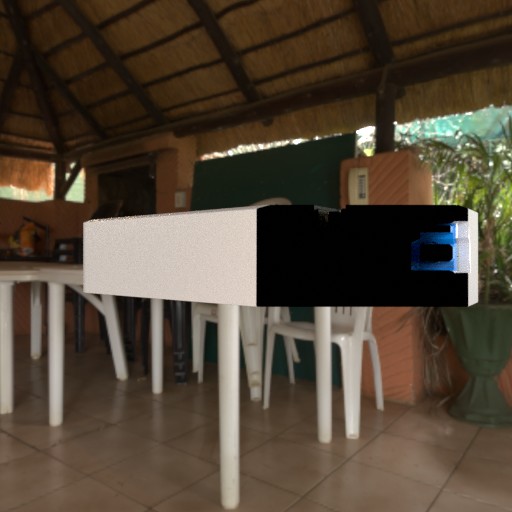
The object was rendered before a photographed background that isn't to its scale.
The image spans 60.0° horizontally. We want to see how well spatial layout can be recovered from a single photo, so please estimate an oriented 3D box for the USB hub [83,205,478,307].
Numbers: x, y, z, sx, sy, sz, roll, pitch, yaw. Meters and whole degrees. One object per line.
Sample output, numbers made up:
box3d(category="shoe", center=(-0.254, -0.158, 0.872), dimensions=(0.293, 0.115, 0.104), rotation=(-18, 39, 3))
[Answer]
box3d(category="USB hub", center=(0.000, 0.000, 0.127), dimensions=(0.110, 0.023, 0.044), rotation=(0, 0, 36))
